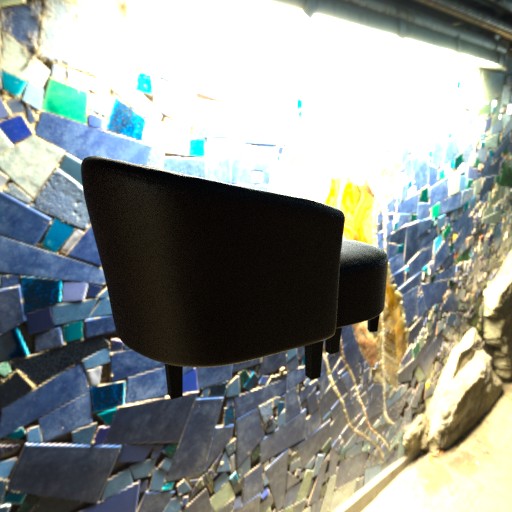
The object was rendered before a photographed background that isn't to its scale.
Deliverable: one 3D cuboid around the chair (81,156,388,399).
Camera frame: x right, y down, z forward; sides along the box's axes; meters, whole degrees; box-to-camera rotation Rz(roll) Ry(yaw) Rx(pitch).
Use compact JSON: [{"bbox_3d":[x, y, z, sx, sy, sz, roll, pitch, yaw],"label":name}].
[{"bbox_3d":[0.000,0.000,1.676,1.176,0.755,0.737,-8,17,-27],"label":"chair"}]
